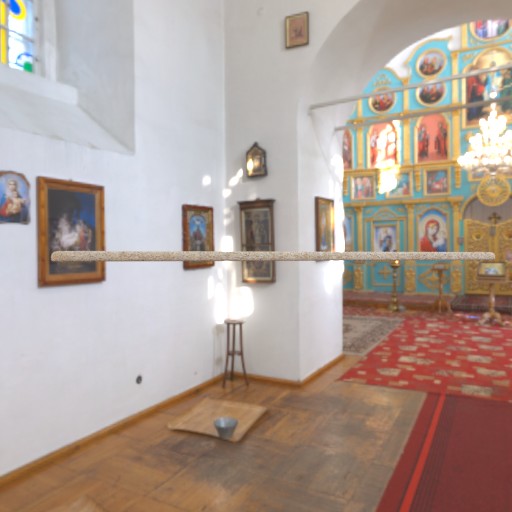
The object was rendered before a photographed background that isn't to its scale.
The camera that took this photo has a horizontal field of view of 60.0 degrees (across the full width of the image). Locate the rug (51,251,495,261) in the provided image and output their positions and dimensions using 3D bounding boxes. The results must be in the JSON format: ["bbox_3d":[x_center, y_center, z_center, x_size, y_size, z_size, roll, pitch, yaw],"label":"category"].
[{"bbox_3d":[0.000,0.000,3.291,2.528,0.048,2.009,0,0,-17],"label":"rug"}]
